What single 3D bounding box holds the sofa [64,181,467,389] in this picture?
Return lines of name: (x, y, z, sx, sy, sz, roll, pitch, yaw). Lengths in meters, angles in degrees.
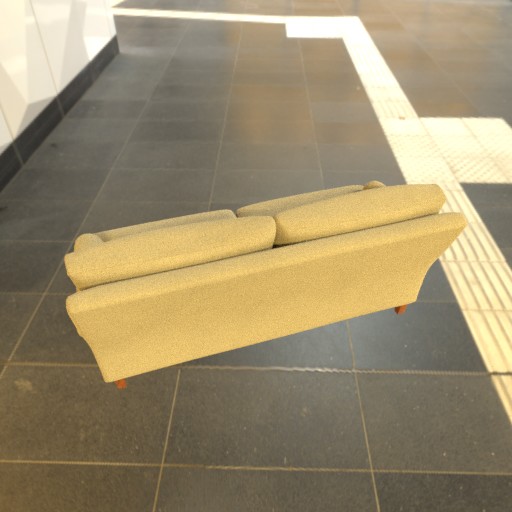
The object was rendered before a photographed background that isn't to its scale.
sofa: (0.000, 0.000, 2.720, 2.070, 0.997, 1.091, -12, 42, -14)
